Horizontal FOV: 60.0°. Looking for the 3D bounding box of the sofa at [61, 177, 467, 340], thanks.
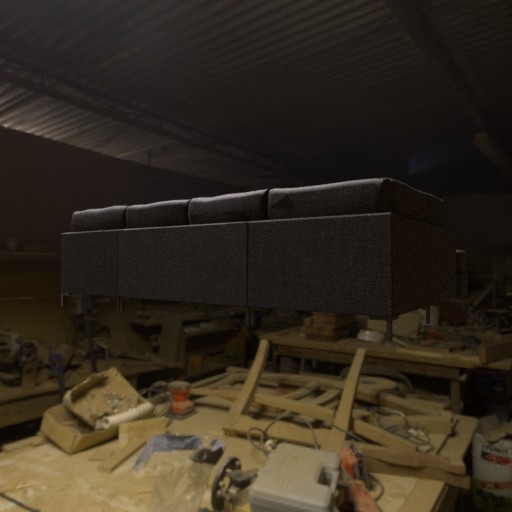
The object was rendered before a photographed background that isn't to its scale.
[{"bbox_3d":[0.000,0.000,4.300,3.423,0.999,2.048,0,-1,35],"label":"sofa"}]
